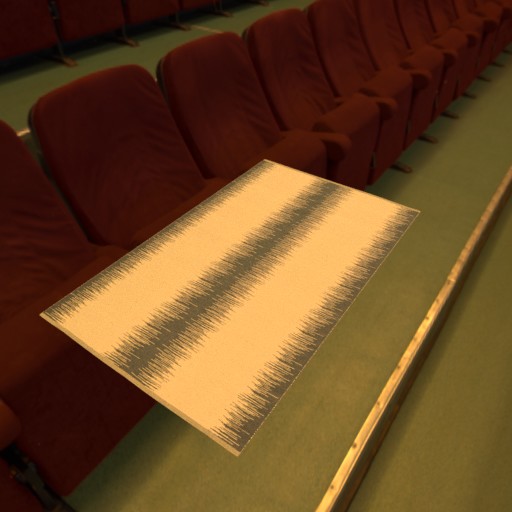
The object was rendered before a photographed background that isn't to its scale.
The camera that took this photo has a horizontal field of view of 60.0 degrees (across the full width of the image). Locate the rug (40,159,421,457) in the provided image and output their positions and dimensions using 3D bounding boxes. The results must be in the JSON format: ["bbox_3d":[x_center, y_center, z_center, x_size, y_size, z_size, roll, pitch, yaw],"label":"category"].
[{"bbox_3d":[0.000,0.000,3.135,1.519,0.003,2.453,24,46,26],"label":"rug"}]
